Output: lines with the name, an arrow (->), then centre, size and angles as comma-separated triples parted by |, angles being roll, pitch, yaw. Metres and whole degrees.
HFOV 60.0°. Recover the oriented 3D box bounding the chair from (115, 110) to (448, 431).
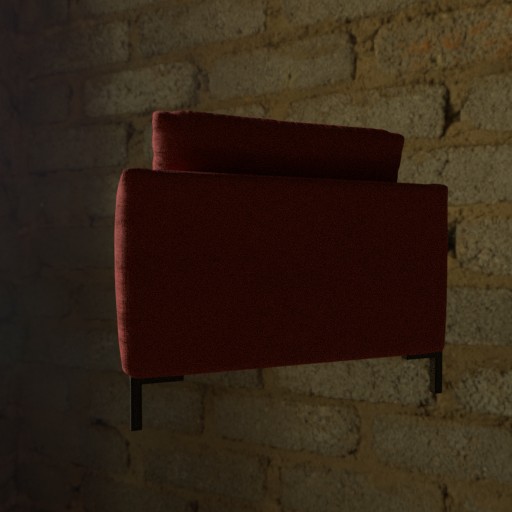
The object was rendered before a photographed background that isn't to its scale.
chair -> 0.000, 0.000, 1.586 | 0.964, 0.812, 0.875 | 0, 1, -18
